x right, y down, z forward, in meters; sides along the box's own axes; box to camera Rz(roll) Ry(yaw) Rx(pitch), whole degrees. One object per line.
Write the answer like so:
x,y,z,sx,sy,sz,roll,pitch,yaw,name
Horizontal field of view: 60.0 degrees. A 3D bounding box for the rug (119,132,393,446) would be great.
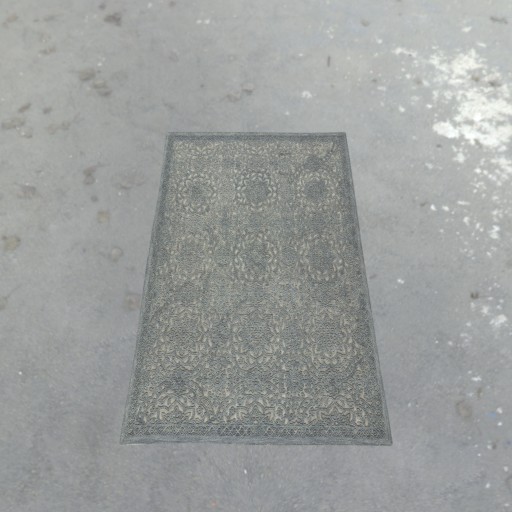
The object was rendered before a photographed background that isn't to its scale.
0.000,0.000,3.136,1.535,0.022,2.498,0,58,0,rug
